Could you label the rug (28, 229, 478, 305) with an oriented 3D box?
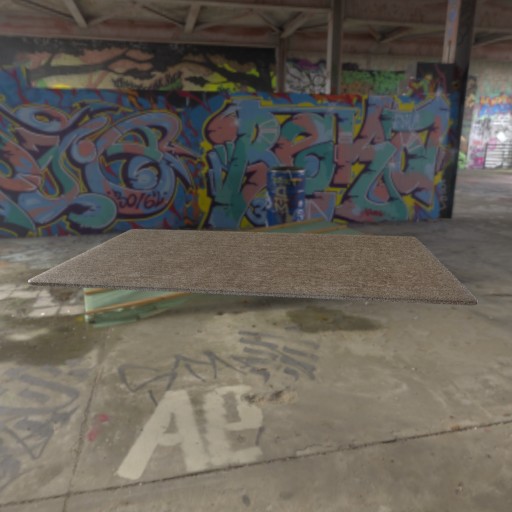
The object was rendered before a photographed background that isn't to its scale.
[{"bbox_3d":[0.000,0.000,3.104,2.469,0.024,1.539,2,15,7],"label":"rug"}]
